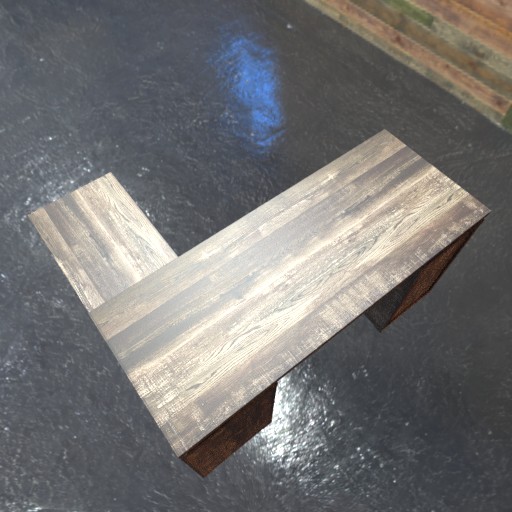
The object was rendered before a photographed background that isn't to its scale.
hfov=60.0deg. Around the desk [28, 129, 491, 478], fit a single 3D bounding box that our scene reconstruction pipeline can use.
[{"bbox_3d":[0.000,0.000,2.153,1.524,0.753,1.200,-33,65,-18],"label":"desk"}]
